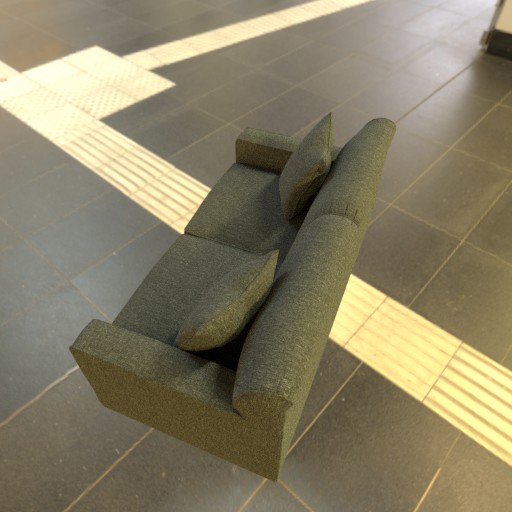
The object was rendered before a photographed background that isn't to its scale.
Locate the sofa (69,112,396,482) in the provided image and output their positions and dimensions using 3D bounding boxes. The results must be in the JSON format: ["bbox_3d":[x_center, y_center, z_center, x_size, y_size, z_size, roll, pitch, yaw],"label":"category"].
[{"bbox_3d":[0.000,0.000,2.389,0.998,0.958,1.846,17,49,15],"label":"sofa"}]
